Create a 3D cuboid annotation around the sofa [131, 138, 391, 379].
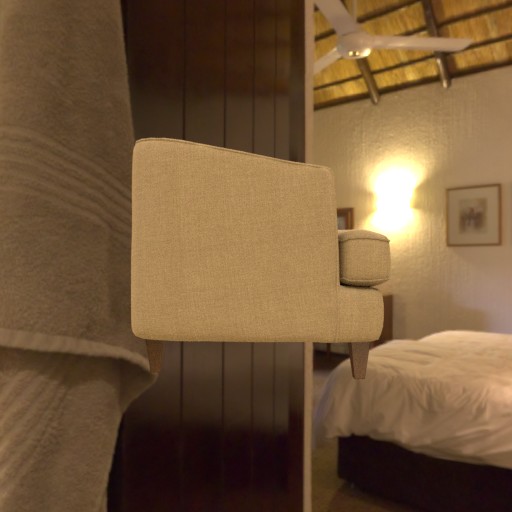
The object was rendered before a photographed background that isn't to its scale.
[{"bbox_3d":[0.000,0.000,2.299,0.941,0.855,1.733,0,-1,0],"label":"sofa"}]
